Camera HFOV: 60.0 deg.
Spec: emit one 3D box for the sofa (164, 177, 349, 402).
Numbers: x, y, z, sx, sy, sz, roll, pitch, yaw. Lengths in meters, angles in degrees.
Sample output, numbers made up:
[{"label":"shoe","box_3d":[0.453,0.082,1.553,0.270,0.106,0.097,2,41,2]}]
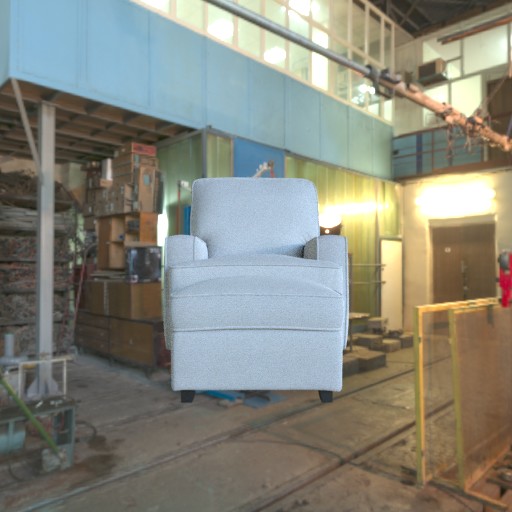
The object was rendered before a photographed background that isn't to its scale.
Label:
[{"label":"sofa","box_3d":[0.000,0.000,2.104,0.861,0.959,1.472,0,-1,0]}]
